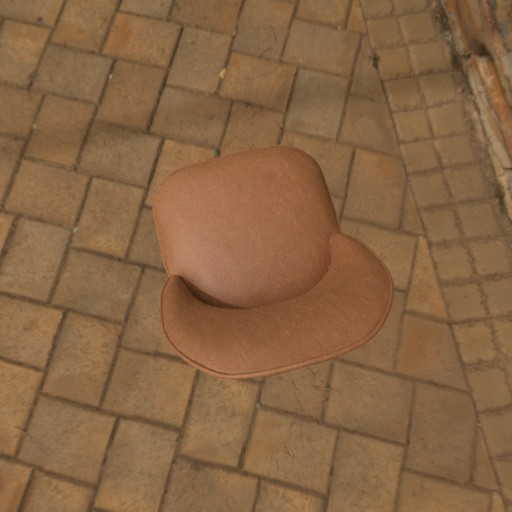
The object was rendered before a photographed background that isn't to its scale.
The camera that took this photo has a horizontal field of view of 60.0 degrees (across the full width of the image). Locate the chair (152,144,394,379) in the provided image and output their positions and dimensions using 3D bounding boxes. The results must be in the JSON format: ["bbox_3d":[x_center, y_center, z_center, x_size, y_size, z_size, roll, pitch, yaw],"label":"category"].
[{"bbox_3d":[0.000,0.000,1.232,0.521,0.831,0.631,-14,76,-4],"label":"chair"}]
